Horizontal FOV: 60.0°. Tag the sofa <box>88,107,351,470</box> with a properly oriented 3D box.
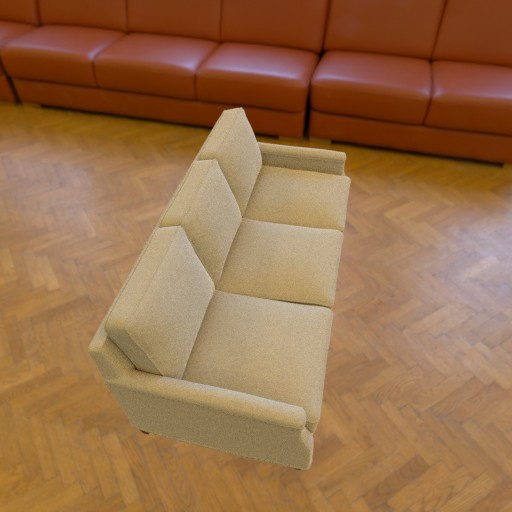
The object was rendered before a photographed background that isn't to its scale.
[{"bbox_3d":[0.000,0.000,2.870,1.084,1.003,2.246,9,46,9],"label":"sofa"}]
